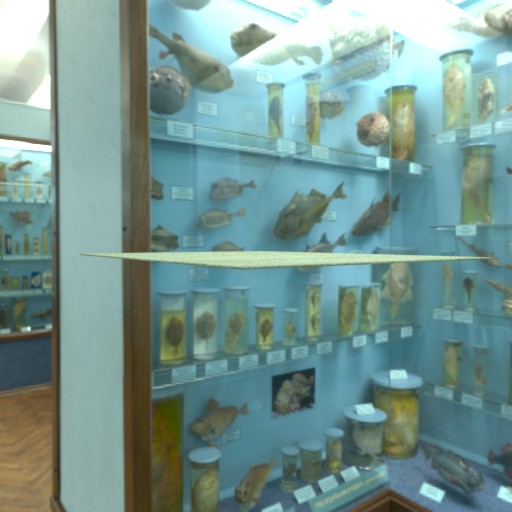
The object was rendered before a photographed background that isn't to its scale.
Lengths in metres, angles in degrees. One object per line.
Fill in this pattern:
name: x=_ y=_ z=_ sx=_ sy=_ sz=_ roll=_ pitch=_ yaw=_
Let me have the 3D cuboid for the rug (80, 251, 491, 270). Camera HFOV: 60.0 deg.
rug: x=0.000 y=0.000 z=4.205 sx=2.425 sy=0.016 sz=3.198 roll=-1 pitch=2 yaw=-35
